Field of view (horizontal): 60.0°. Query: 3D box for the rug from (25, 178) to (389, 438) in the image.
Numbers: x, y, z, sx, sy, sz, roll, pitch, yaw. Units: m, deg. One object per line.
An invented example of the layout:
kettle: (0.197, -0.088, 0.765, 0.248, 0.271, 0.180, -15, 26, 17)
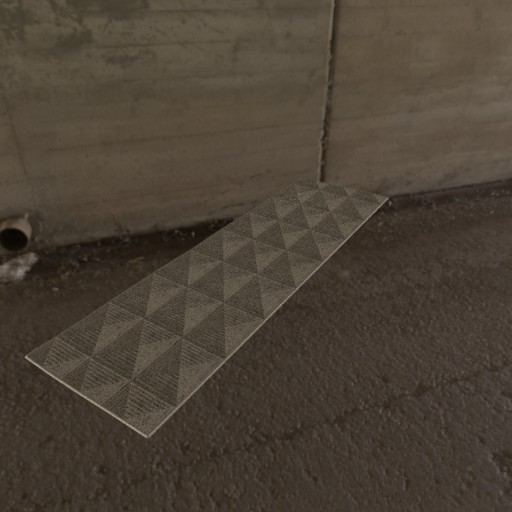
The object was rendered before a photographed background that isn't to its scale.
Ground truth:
rug: (0.000, 0.000, 2.286, 0.645, 0.015, 2.182, 19, 36, 28)
